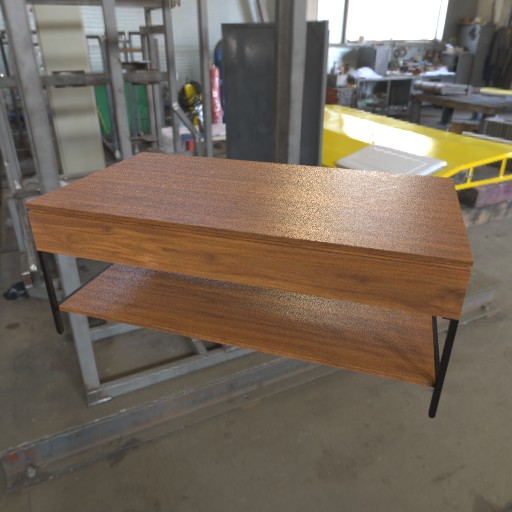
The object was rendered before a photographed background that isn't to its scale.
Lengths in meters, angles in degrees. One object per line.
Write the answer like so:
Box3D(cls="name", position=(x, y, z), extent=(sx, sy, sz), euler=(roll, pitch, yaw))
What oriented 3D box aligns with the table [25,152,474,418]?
Box3D(cls="table", position=(0.000, 0.000, 1.325), extent=(1.057, 0.414, 0.574), euler=(8, 28, 16))
